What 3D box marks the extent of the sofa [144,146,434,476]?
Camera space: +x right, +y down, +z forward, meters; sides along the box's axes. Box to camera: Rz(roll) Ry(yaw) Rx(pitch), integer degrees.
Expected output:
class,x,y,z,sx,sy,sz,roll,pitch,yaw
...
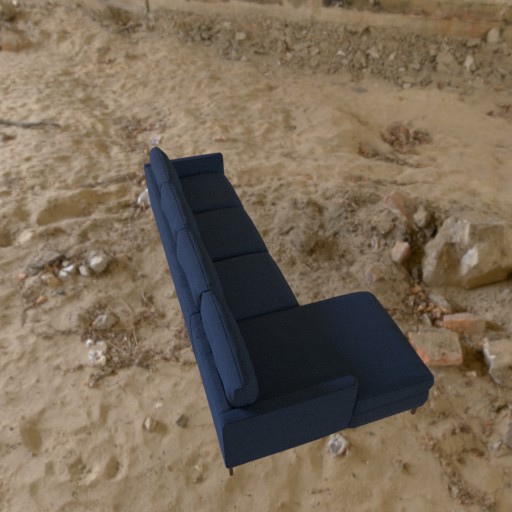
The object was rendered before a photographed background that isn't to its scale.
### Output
class,x,y,z,sx,sy,sz,roll,pitch,yaw
sofa,0.000,0.000,2.983,1.128,0.679,2.450,-13,42,-14
